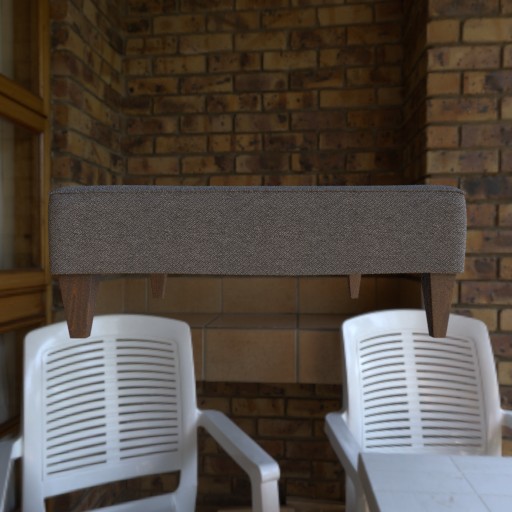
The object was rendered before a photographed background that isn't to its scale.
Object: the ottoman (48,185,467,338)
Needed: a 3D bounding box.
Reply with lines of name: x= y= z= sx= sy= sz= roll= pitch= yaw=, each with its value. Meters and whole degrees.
ottoman: x=0.000 y=0.000 z=1.492 sx=0.970 sy=0.378 sz=0.981 roll=0 pitch=1 yaw=0
